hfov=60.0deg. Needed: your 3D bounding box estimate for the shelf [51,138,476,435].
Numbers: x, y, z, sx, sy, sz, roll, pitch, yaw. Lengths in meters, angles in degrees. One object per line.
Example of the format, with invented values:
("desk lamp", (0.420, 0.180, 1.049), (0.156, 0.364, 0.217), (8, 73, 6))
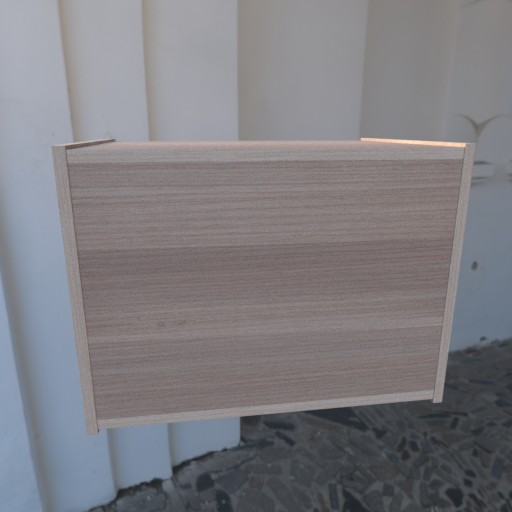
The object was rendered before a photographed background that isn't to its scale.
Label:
("shelf", (0.000, 0.000, 0.605), (0.415, 0.305, 0.290), (-2, 16, -8))
